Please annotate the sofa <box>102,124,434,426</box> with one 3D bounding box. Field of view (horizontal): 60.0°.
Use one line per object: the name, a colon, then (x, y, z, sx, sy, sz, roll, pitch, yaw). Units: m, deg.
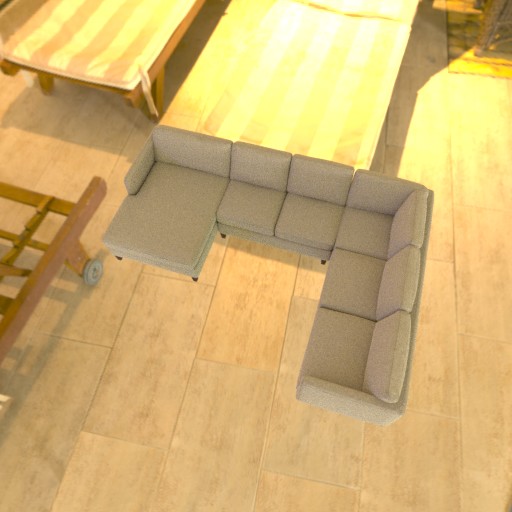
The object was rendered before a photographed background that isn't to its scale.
sofa: (0.000, 0.000, 4.837, 3.460, 0.959, 2.593, 15, 61, 9)
